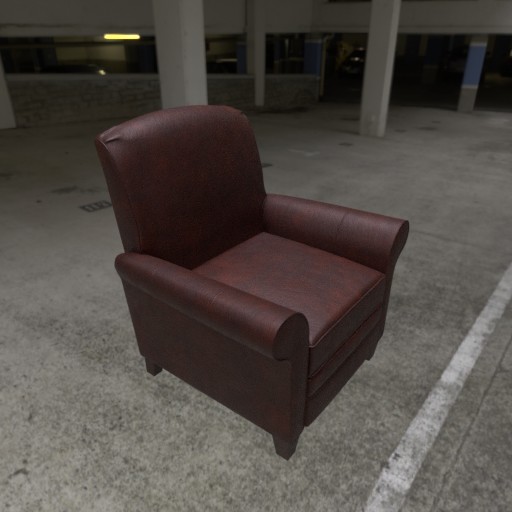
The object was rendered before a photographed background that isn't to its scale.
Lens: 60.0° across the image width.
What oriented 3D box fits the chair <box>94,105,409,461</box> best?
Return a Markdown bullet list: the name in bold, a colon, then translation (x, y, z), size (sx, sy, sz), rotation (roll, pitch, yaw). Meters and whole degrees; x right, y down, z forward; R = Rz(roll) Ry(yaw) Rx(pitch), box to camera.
- **chair**: translation (0.000, 0.000, 1.771), size (0.902, 1.061, 0.978), rotation (19, 33, 33)
